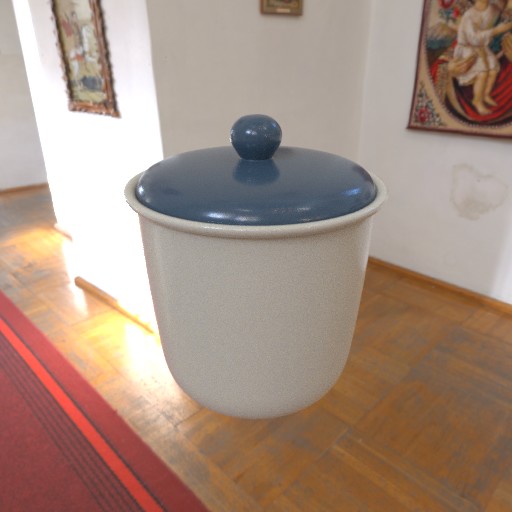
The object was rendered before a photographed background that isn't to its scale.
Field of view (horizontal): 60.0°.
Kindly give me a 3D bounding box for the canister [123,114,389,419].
[{"bbox_3d":[0.000,0.000,0.339,0.182,0.208,0.182,0,25,0],"label":"canister"}]
